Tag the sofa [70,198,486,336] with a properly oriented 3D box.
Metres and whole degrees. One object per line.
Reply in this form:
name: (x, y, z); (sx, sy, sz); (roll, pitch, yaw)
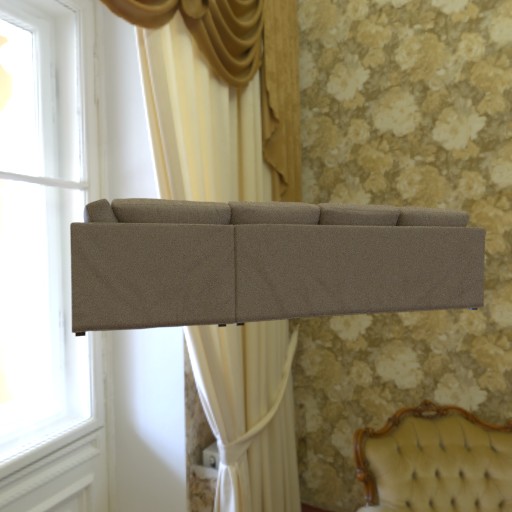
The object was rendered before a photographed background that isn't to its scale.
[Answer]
sofa: (0.000, 0.000, 4.271); (3.182, 0.871, 2.432); (-1, 2, -19)
